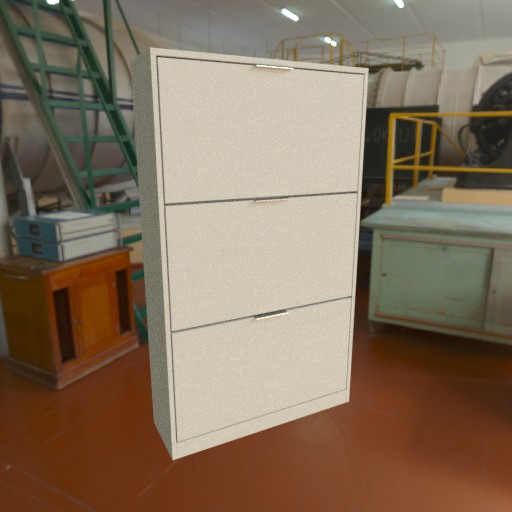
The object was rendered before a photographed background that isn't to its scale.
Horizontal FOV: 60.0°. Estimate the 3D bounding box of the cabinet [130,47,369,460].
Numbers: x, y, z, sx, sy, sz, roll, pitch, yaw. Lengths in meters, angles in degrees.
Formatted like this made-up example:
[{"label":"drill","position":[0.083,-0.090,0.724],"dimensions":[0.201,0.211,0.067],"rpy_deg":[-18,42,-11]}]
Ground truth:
[{"label":"cabinet","position":[0.000,0.000,1.595],"dimensions":[0.750,1.280,0.250],"rpy_deg":[-7,16,-27]}]
